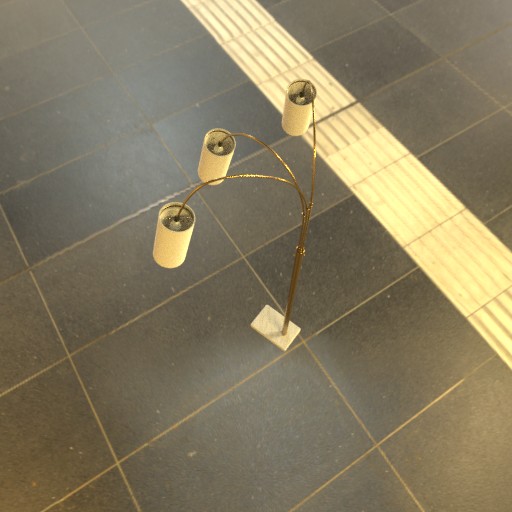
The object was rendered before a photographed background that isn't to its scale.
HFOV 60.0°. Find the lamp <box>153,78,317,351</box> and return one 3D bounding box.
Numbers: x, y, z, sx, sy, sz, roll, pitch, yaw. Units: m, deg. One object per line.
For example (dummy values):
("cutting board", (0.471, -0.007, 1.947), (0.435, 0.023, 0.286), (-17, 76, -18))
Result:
("lamp", (0.000, 0.000, 2.474), (0.667, 2.055, 1.020), (35, 68, 16))
